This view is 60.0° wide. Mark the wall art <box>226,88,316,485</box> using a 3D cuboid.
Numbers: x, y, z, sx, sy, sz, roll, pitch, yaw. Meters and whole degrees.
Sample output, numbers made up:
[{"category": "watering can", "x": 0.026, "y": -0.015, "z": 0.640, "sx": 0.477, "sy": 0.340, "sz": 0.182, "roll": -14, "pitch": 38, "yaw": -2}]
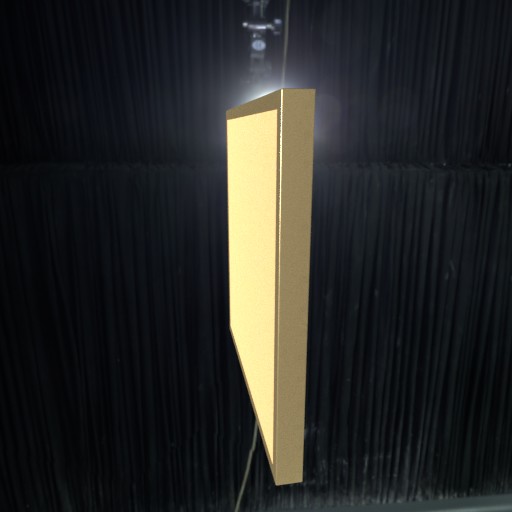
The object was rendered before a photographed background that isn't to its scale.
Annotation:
[{"category": "wall art", "x": 0.000, "y": 0.000, "z": 0.468, "sx": 0.023, "sy": 0.305, "sz": 0.305, "roll": -3, "pitch": 16, "yaw": -10}]
